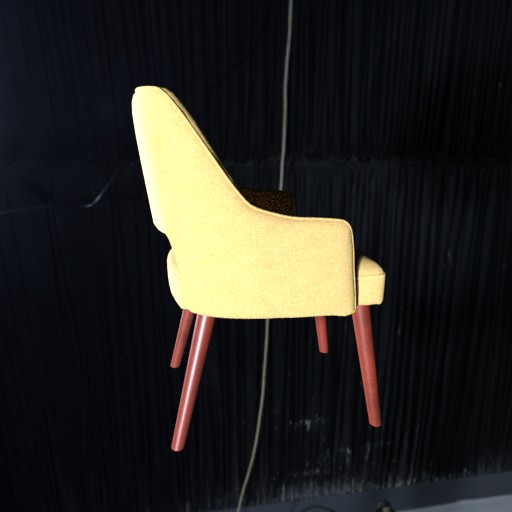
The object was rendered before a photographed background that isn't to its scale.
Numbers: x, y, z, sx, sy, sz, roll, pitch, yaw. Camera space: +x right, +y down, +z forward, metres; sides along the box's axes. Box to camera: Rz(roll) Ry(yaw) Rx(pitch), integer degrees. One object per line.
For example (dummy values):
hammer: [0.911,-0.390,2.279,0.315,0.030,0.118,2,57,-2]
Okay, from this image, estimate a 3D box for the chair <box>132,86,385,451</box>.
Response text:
chair: [0.000,0.000,1.221,0.605,0.849,0.548,-3,16,-10]
